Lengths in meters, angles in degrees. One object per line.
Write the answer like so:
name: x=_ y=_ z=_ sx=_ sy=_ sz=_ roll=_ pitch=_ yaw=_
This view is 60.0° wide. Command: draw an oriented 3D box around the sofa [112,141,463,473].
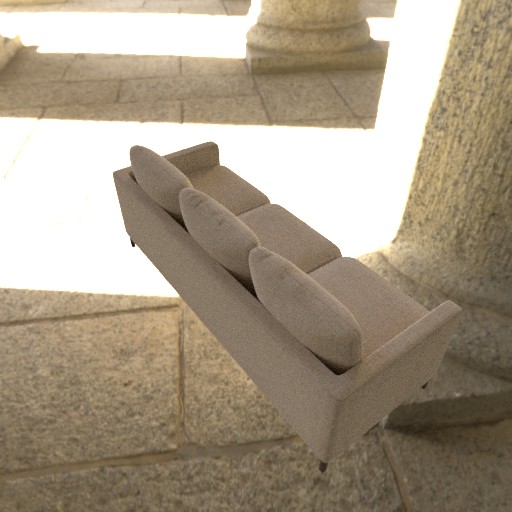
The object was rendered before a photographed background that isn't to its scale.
sofa: x=0.000 y=0.000 z=2.718 sx=0.859 sy=0.874 sz=2.218 roll=-26 pitch=47 yaw=-27
